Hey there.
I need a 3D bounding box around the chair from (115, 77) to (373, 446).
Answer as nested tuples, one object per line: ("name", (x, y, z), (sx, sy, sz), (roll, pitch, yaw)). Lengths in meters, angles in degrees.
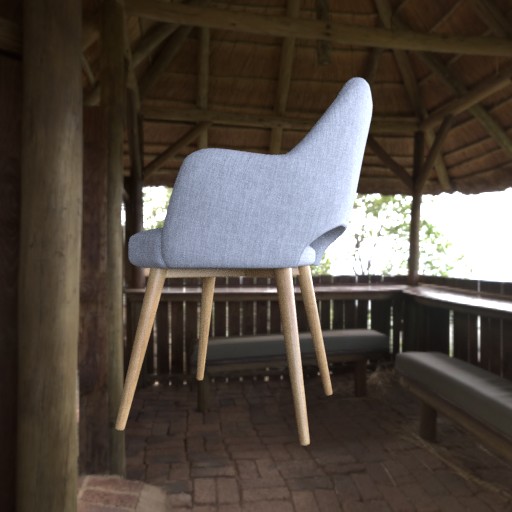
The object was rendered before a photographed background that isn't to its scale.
("chair", (0.000, 0.000, 1.205), (0.610, 0.840, 0.590), (0, 0, 17))
